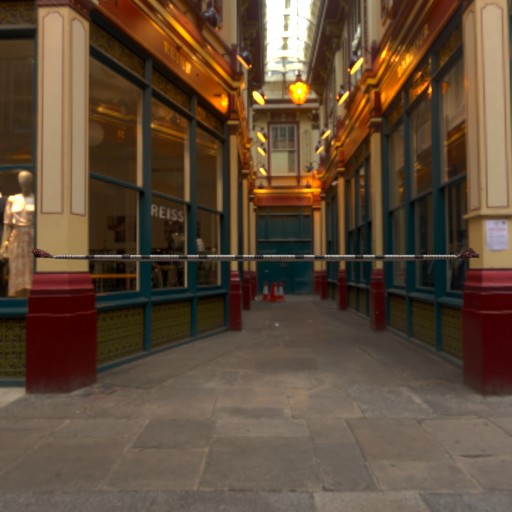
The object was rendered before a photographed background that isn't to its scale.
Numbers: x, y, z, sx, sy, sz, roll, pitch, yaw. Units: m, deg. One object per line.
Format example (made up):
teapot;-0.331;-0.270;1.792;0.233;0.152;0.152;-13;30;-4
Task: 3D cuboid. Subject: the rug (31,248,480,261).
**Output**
rug;0.000;0.000;3.432;2.672;0.066;1.741;0;-1;1
